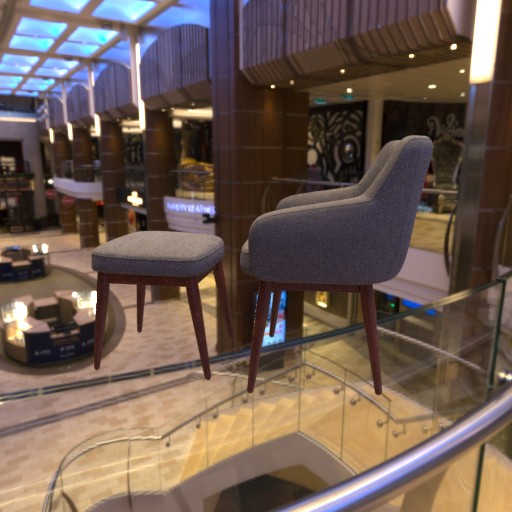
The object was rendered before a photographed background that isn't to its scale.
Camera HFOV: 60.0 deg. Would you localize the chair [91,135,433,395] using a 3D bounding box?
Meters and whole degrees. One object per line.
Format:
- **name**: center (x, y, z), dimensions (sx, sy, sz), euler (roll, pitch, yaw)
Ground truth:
- **chair**: center (0.000, 0.000, 1.563), dimensions (1.107, 0.799, 0.584), euler (2, 13, 10)
